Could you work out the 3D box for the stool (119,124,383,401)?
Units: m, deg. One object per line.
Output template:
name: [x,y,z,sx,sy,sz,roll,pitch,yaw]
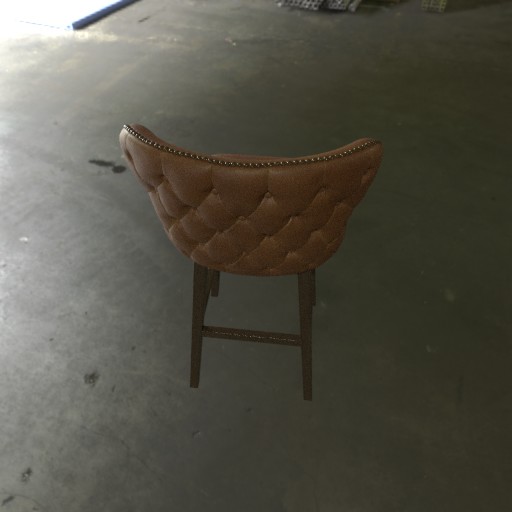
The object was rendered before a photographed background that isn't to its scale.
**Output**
stool: [0.000,0.000,1.437,0.591,1.087,0.606,5,46,5]
